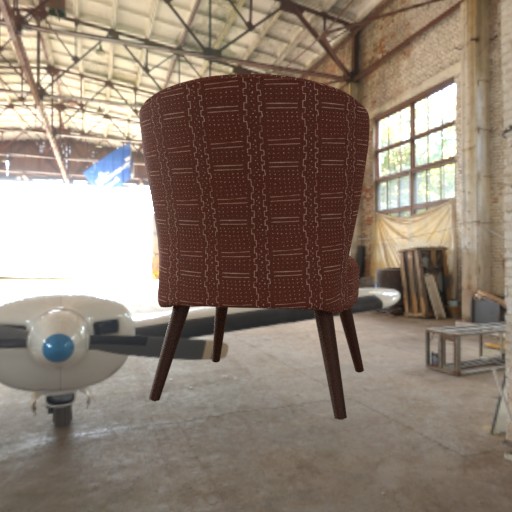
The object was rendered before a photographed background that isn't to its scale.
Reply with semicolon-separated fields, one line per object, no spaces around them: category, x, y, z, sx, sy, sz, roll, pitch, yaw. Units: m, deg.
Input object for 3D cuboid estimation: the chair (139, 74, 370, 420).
chair;0.000;0.000;1.407;0.706;0.866;0.758;0;-1;17
